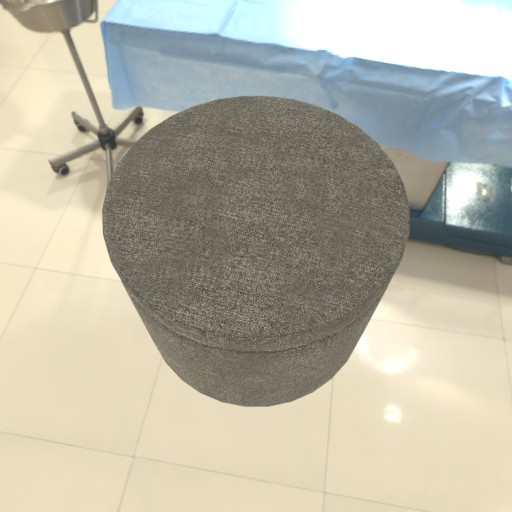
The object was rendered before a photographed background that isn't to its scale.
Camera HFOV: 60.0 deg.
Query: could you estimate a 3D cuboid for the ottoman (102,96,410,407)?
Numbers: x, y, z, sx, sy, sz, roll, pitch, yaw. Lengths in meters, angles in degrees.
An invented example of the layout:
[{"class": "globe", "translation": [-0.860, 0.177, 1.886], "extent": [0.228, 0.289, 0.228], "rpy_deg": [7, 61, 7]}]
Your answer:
[{"class": "ottoman", "translation": [0.000, 0.000, 0.881], "extent": [0.500, 0.419, 0.500], "rpy_deg": [0, 58, 0]}]
